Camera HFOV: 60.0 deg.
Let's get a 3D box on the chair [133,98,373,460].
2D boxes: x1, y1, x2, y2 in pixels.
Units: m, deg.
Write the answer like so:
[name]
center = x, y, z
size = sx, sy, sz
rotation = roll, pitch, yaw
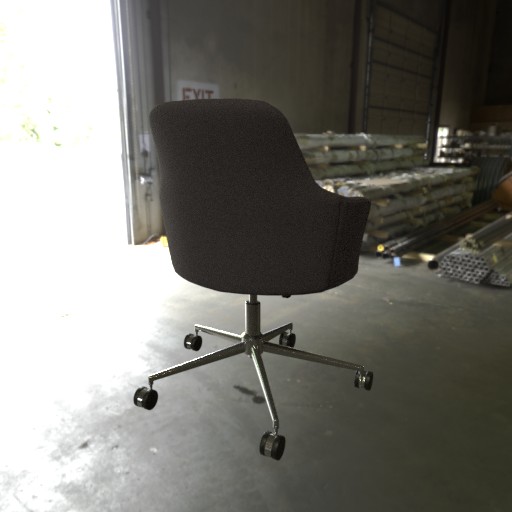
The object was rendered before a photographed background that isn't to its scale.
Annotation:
[chair]
center = 0.000, 0.000, 1.278
size = 0.655, 0.820, 0.600
rotation = 8, 17, 26
